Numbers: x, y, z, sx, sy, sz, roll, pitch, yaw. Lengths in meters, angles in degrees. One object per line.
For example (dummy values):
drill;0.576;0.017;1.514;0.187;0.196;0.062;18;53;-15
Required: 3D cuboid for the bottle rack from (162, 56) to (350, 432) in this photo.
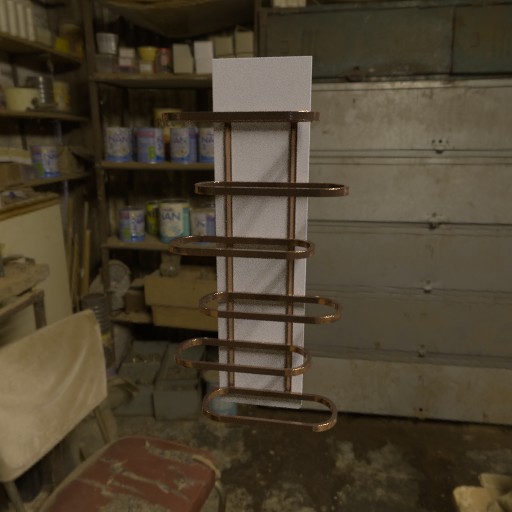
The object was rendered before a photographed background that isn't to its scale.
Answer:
bottle rack;0.000;0.000;0.835;0.332;0.709;0.118;3;15;9
